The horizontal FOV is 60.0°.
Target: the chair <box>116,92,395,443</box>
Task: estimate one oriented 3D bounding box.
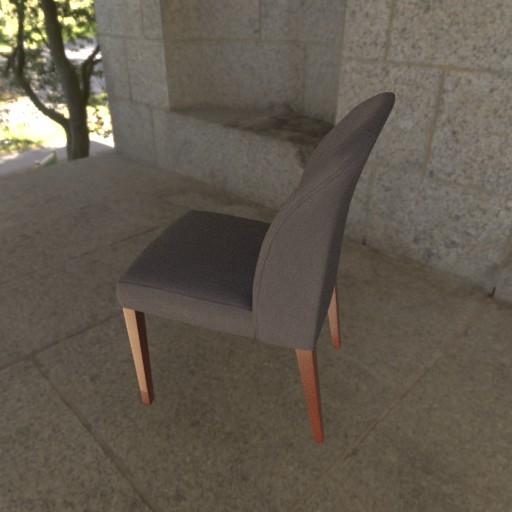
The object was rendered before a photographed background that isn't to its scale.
[{"bbox_3d":[0.000,0.000,1.233,0.619,0.879,0.506,8,30,14],"label":"chair"}]
